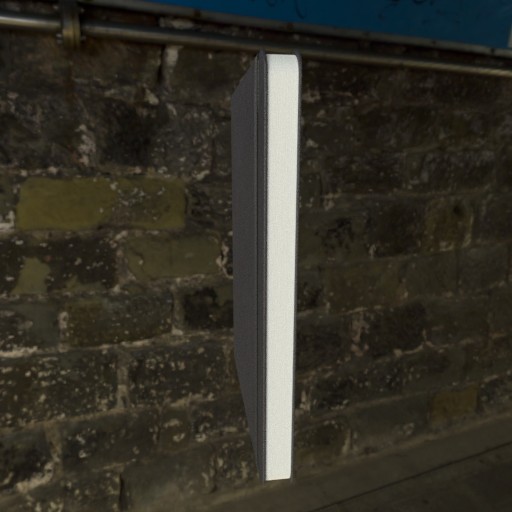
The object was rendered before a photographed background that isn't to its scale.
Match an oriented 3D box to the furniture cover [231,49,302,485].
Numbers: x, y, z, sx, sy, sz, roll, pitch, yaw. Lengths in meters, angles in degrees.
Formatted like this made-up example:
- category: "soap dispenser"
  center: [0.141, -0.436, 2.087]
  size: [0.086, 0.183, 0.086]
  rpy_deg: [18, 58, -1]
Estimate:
- category: "furniture cover"
  center: [0.000, 0.000, 0.372]
  size: [0.023, 0.281, 0.216]
  rpy_deg: [-2, 13, -8]
